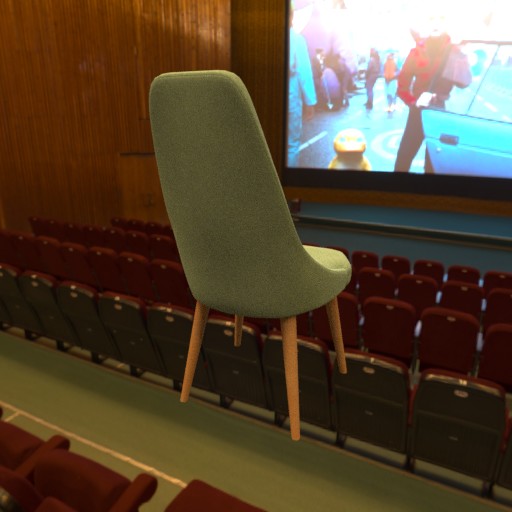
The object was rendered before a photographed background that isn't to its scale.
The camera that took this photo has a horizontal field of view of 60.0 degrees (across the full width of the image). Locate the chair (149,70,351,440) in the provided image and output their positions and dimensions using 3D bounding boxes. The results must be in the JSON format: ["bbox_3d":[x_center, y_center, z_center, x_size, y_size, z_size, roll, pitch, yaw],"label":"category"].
[{"bbox_3d":[0.000,0.000,1.411,0.510,1.040,0.660,9,19,26],"label":"chair"}]
